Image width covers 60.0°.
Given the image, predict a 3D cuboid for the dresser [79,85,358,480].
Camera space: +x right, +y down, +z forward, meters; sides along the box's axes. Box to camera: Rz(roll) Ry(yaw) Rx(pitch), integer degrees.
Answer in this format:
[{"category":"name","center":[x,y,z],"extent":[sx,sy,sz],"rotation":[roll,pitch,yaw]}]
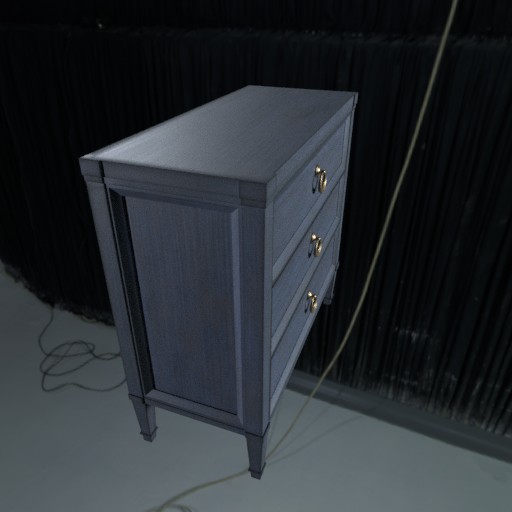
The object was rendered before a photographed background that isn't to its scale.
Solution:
[{"category":"dresser","center":[0.000,0.000,1.606],"extent":[0.463,0.986,1.049],"rotation":[11,32,18]}]
